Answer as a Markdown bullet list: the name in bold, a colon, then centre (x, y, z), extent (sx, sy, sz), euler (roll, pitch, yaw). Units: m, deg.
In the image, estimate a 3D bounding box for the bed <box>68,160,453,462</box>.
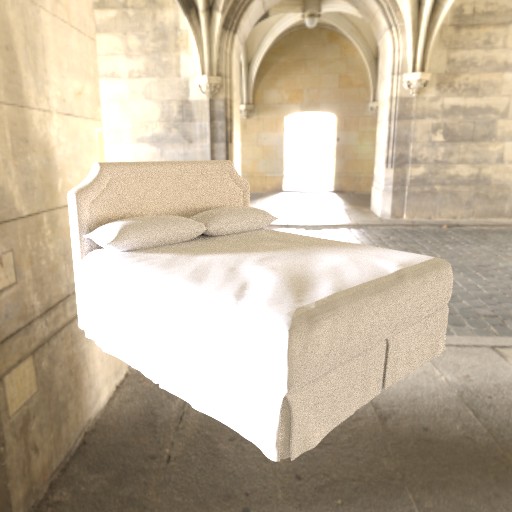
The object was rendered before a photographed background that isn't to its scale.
- **bed**: centre (0.000, 0.000, 3.719), extent (2.134, 1.524, 2.548), euler (-13, 18, -43)
